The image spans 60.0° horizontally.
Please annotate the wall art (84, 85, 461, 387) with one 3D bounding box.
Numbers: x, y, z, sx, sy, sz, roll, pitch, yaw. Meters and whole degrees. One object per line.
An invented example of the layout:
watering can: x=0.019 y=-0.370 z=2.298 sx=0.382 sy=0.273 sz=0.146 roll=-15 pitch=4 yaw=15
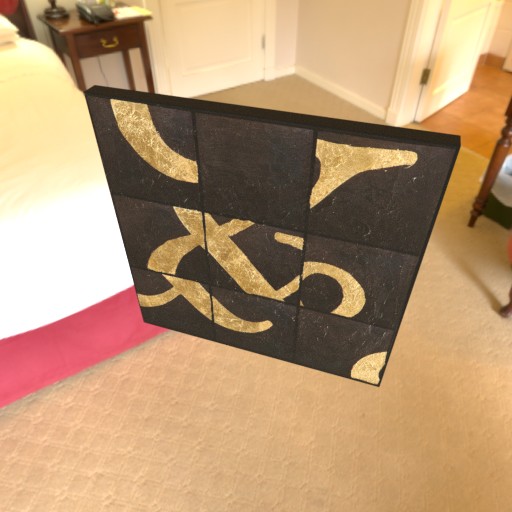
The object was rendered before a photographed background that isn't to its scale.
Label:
wall art: x=0.000 y=0.000 z=1.120 sx=0.758 sy=0.758 sz=0.044 roll=12 pitch=43 yaw=14
